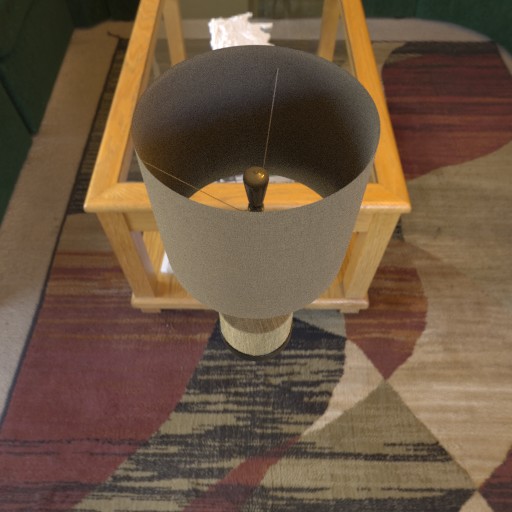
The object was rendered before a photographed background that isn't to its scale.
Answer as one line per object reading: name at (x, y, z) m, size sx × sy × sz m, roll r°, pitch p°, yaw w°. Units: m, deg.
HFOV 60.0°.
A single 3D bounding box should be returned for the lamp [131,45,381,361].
lamp at (0.000, 0.000, 0.604) m, size 0.229 × 0.470 × 0.229 m, roll -15°, pitch 58°, yaw -9°
